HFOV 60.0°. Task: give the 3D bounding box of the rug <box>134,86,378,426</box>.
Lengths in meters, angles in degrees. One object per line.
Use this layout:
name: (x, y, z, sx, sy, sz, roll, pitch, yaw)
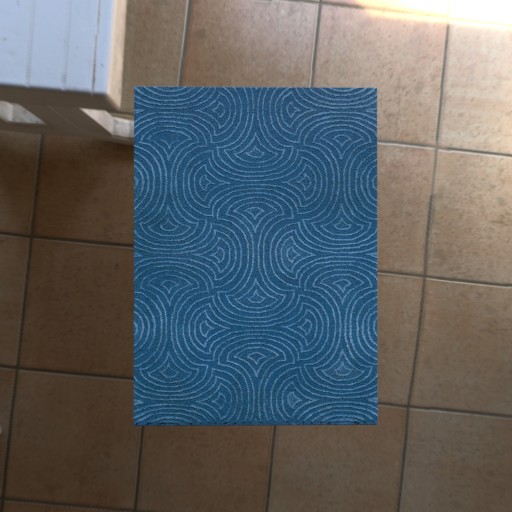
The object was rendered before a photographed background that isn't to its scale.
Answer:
rug: (0.000, 0.000, 2.810, 1.543, 0.015, 2.144, 0, 90, -1)
